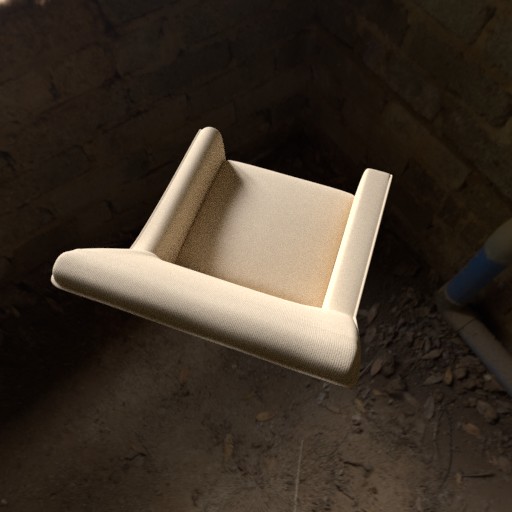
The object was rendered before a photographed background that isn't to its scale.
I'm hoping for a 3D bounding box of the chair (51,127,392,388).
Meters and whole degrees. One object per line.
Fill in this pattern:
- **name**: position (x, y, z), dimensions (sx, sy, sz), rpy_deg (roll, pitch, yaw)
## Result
- **chair**: position (0.000, 0.000, 1.596), dimensions (0.780, 0.919, 0.899), rpy_deg (17, 64, 9)
